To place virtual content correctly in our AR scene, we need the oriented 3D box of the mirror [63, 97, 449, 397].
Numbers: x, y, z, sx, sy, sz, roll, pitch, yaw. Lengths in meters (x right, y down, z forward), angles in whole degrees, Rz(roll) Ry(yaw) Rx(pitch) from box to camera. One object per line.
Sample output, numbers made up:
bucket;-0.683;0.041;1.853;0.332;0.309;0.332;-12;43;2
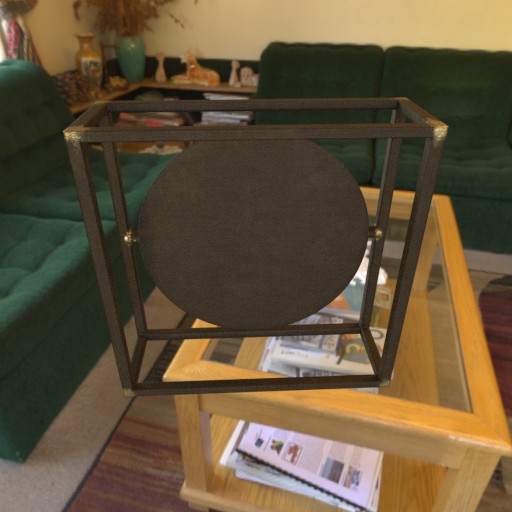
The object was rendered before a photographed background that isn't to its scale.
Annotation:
mirror;0.000;0.000;0.476;0.306;0.303;0.107;-1;32;-2
